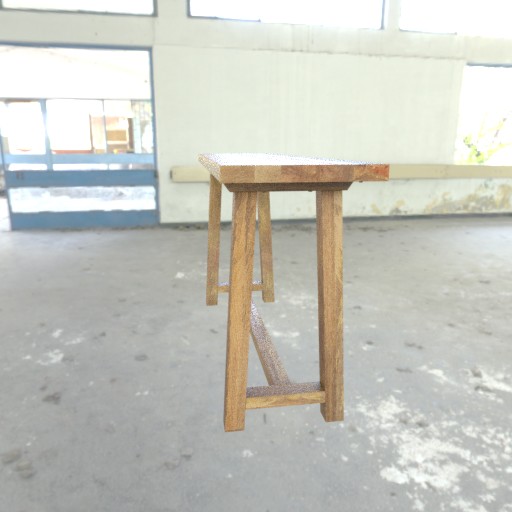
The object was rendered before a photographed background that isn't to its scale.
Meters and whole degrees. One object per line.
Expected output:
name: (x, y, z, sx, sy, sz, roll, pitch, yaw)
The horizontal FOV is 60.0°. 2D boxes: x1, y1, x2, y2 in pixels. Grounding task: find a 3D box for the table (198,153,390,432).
table: (0.000, 0.000, 1.856, 0.405, 0.810, 1.524, -2, 14, -9)
